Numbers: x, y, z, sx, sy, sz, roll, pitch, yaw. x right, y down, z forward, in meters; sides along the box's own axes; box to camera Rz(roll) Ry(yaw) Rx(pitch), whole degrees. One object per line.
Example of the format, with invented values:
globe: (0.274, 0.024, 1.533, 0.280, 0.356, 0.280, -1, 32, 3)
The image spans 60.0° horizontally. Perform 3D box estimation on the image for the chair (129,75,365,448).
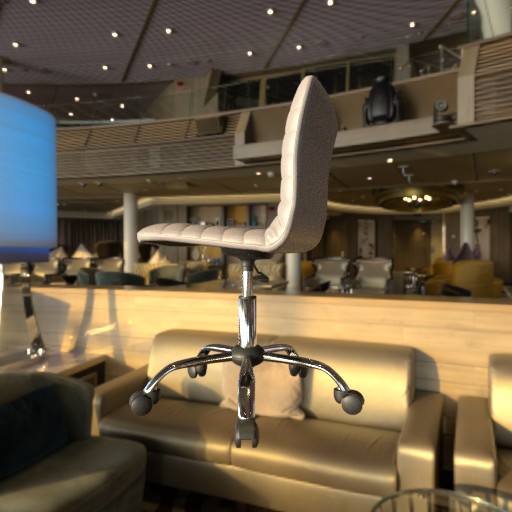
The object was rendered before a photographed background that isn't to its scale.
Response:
chair: (0.000, 0.000, 1.134, 0.542, 0.750, 0.569, 0, 1, 18)
